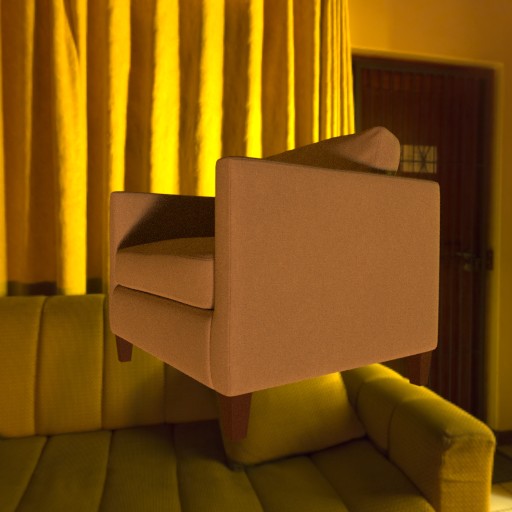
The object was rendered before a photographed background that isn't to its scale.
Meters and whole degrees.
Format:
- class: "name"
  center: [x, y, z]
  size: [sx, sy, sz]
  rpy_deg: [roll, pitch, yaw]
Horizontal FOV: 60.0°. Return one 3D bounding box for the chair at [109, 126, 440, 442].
- class: "chair"
  center: [0.000, 0.000, 1.832]
  size: [0.959, 0.961, 1.107]
  rpy_deg: [-1, 2, -34]
